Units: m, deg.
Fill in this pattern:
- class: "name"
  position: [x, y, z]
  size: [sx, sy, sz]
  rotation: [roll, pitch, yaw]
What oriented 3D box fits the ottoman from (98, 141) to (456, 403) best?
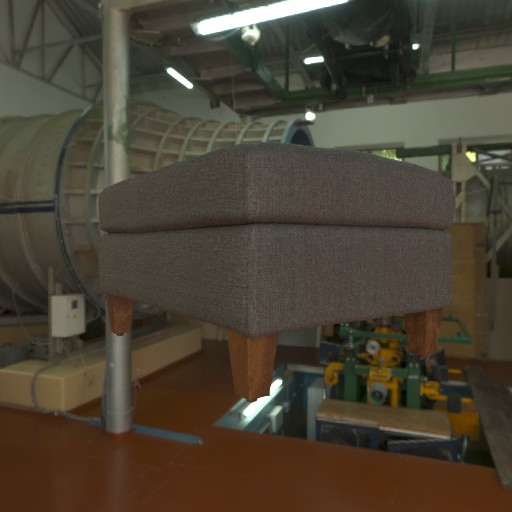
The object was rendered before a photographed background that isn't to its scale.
- class: "ottoman"
  position: [0.000, 0.000, 1.218]
  size: [0.639, 0.496, 0.826]
  rotation: [-1, 2, -36]
